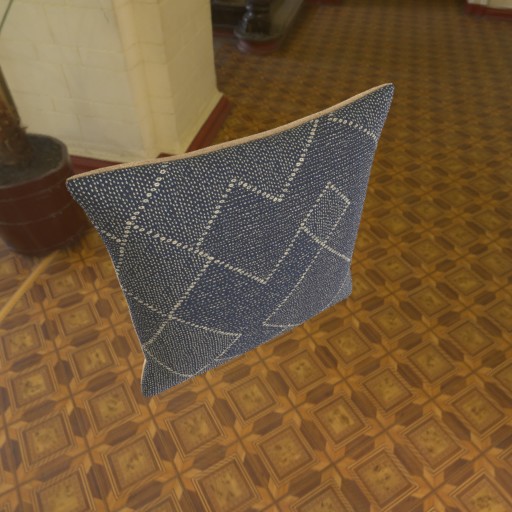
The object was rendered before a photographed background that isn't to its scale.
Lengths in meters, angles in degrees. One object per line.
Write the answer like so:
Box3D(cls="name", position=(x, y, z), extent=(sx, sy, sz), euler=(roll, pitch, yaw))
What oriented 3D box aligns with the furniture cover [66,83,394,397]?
Box3D(cls="furniture cover", position=(0.000, 0.000, 0.772), extent=(0.511, 0.503, 0.162), euler=(-23, 50, -21))
